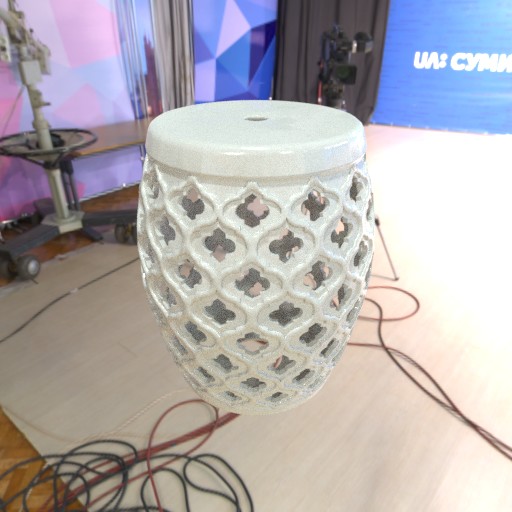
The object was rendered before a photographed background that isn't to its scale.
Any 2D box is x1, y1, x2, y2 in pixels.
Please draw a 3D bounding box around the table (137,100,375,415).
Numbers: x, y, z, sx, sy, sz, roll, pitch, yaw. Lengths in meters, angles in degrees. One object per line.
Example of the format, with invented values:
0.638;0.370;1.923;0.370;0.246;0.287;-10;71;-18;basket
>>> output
0.000;0.000;0.639;0.325;0.388;0.325;0;29;0;table
